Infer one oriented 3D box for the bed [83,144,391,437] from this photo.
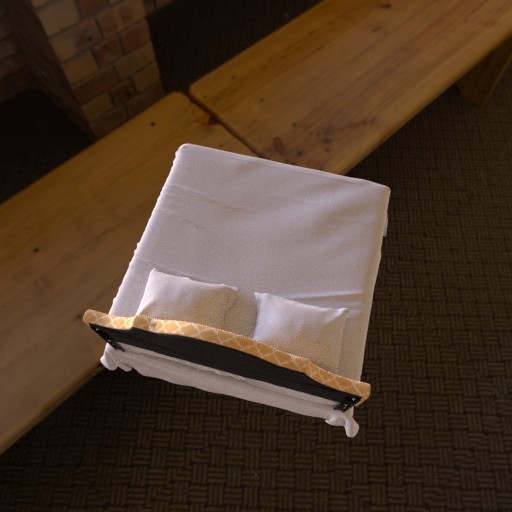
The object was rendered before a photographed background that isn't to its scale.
[{"bbox_3d":[0.000,0.000,3.697,2.314,1.601,2.222,14,65,7],"label":"bed"}]
